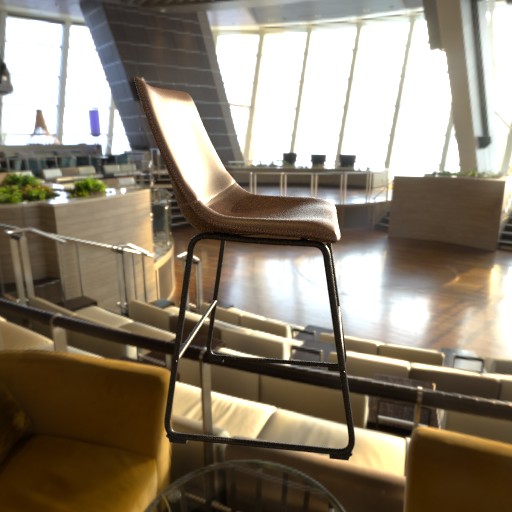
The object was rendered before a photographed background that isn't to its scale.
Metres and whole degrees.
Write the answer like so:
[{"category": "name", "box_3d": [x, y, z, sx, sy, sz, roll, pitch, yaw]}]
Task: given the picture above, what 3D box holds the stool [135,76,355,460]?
[{"category": "stool", "box_3d": [0.000, 0.000, 1.219, 0.550, 0.890, 0.460, 2, 15, 8]}]
